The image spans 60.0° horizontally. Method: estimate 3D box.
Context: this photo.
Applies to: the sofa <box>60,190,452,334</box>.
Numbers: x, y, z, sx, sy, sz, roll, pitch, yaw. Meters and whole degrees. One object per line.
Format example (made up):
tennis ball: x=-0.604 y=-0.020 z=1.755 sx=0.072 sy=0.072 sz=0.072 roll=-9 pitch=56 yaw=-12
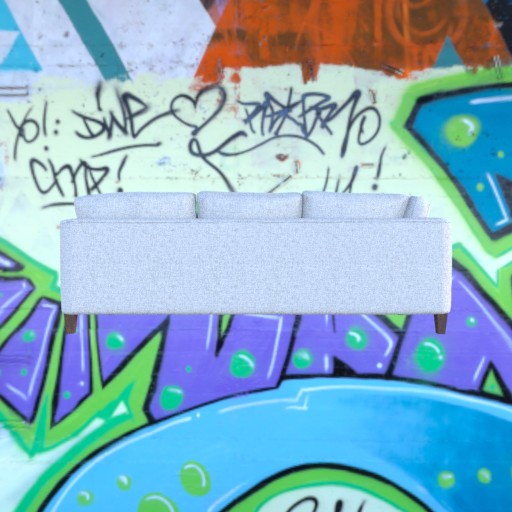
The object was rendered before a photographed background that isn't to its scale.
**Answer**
sofa: x=0.000 y=0.000 z=4.574 sx=2.593 sy=0.959 sz=3.460 roll=0 pitch=1 yaw=0
